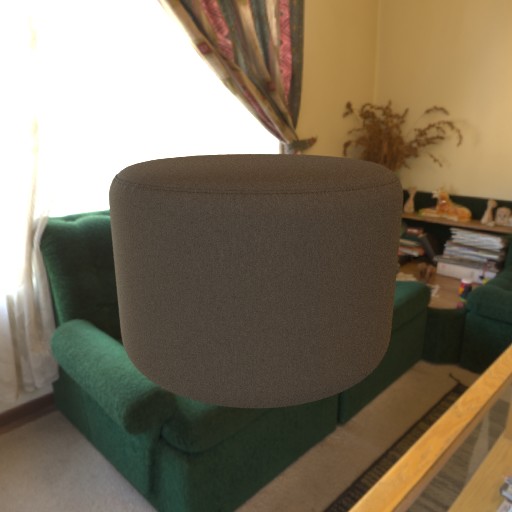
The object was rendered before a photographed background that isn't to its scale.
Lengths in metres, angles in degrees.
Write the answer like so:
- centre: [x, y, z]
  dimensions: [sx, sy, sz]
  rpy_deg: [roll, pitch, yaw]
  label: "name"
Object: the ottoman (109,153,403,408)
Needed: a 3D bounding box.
- centre: [0.000, 0.000, 0.999]
  dimensions: [0.608, 0.433, 0.608]
  rpy_deg: [0, 16, 0]
  label: "ottoman"
